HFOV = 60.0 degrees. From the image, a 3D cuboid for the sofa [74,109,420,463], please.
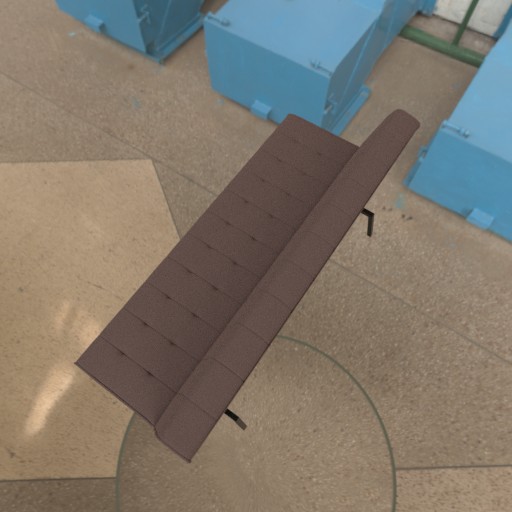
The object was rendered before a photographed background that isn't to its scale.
[{"bbox_3d":[0.000,0.000,2.078,0.747,0.699,1.703,32,68,14],"label":"sofa"}]
